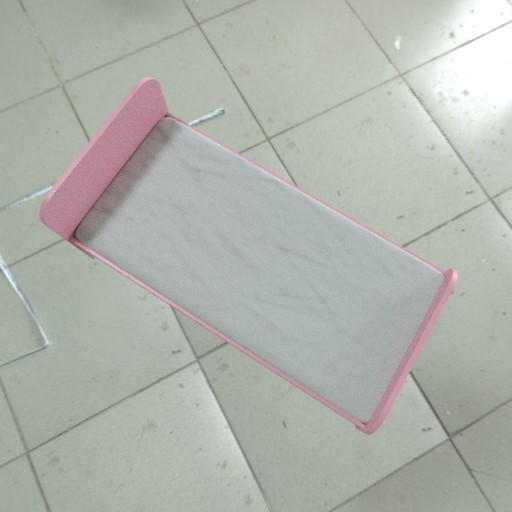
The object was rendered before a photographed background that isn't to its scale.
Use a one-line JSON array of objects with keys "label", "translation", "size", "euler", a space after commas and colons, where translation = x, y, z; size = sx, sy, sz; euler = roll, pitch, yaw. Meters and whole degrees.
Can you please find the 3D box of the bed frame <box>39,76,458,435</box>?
[{"label": "bed frame", "translation": [0.000, 0.000, 2.515], "size": [1.963, 0.805, 0.998], "euler": [31, 77, 8]}]
